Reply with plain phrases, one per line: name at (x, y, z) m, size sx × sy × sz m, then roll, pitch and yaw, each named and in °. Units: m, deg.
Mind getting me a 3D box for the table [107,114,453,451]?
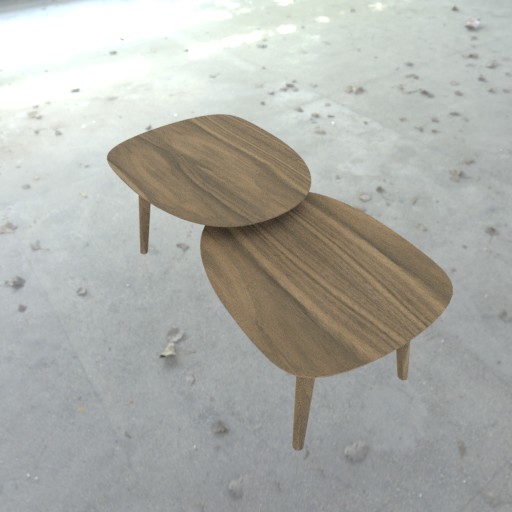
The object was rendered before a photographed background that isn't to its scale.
table at (0.000, 0.000, 1.357) m, size 0.527 × 0.429 × 1.084 m, roll -25°, pitch 48°, yaw -25°
